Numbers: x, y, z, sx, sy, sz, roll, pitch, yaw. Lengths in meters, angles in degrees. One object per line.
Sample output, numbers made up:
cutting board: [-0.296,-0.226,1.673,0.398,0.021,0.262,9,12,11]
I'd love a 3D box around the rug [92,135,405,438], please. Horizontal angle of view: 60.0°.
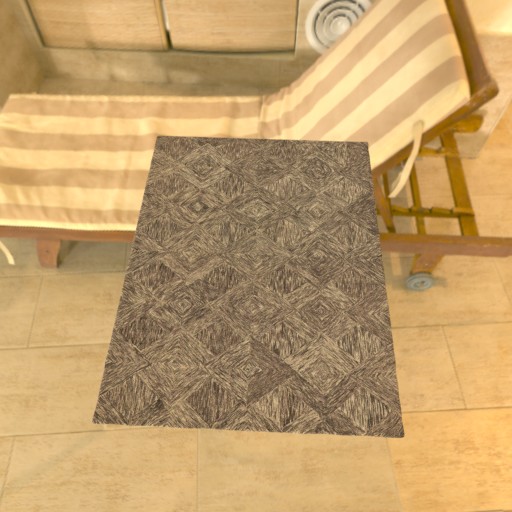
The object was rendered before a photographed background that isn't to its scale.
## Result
rug: [0.000,0.000,4.287,2.448,0.017,3.204,2,58,1]
